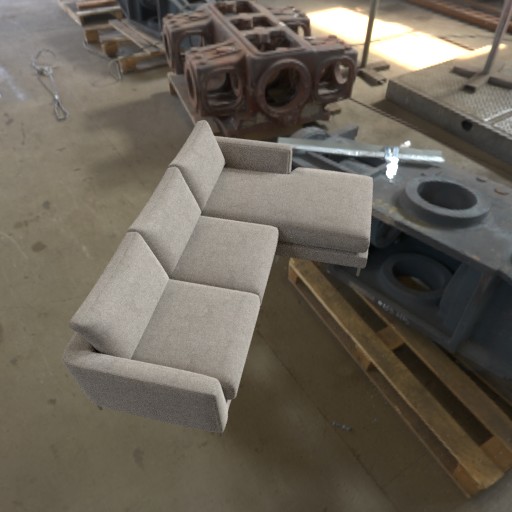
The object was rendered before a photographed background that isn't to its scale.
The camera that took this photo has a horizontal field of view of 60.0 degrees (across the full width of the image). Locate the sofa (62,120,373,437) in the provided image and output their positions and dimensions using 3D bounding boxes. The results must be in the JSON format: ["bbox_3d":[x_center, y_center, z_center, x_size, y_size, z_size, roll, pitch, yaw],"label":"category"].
[{"bbox_3d":[0.000,0.000,3.178,1.626,0.864,2.438,9,46,9],"label":"sofa"}]
